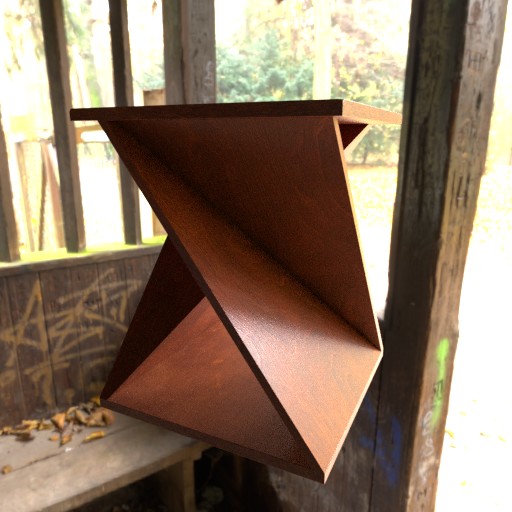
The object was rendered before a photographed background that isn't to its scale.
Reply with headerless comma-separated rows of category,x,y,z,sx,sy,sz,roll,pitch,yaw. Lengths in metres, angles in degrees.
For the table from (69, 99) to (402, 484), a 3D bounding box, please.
table,0.000,0.000,0.839,0.427,0.520,0.427,7,17,25
